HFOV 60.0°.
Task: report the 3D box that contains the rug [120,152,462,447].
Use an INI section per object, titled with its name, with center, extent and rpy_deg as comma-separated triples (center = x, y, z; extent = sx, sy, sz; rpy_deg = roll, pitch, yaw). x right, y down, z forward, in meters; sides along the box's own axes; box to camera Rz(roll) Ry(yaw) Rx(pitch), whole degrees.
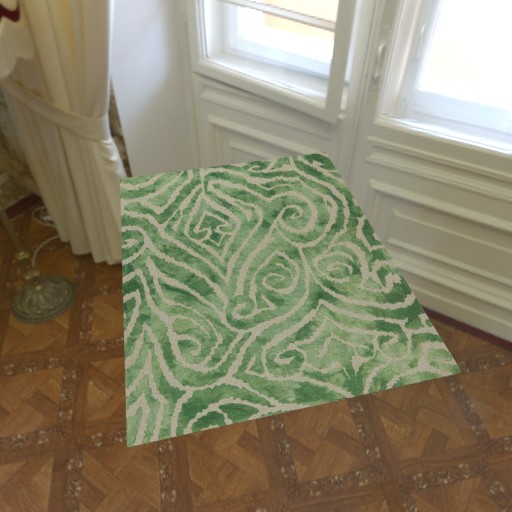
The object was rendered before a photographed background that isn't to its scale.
[rug]
center = 0.000, 0.000, 4.136
extent = 2.436, 0.007, 3.045
rpy_deg = -9, 46, -9
